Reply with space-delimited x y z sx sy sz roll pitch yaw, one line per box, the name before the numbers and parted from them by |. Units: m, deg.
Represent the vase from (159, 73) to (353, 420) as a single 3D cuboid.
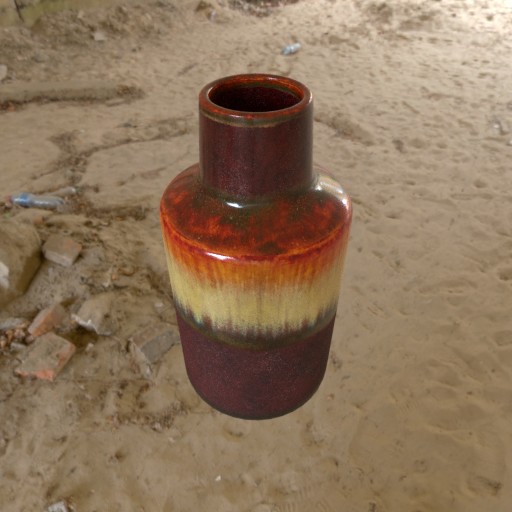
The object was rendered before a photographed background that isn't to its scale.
vase | 0.000 0.000 0.274 0.108 0.204 0.108 0 41 0
